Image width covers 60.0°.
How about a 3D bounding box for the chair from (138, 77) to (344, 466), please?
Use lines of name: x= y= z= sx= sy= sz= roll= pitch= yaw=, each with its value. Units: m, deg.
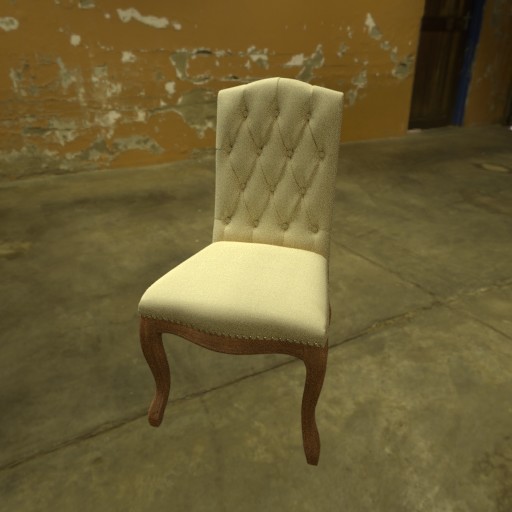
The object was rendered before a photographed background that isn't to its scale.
chair: x=0.000 y=0.000 z=1.590 sx=0.623 sy=1.165 sz=0.715 roll=7 pitch=25 yaw=15
